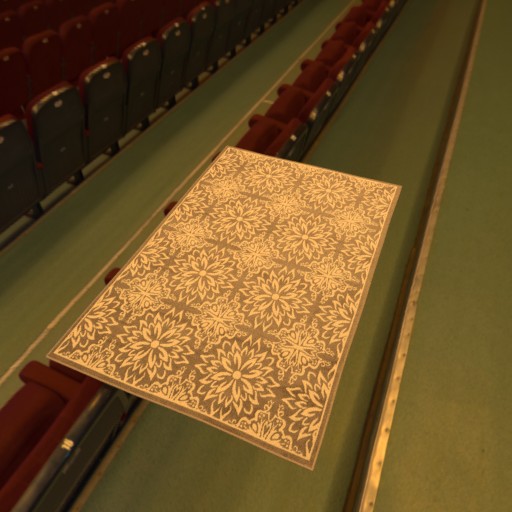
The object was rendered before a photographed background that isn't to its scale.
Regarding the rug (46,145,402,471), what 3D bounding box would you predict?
[{"bbox_3d":[0.000,0.000,2.362,1.224,0.012,1.847,17,48,16],"label":"rug"}]
